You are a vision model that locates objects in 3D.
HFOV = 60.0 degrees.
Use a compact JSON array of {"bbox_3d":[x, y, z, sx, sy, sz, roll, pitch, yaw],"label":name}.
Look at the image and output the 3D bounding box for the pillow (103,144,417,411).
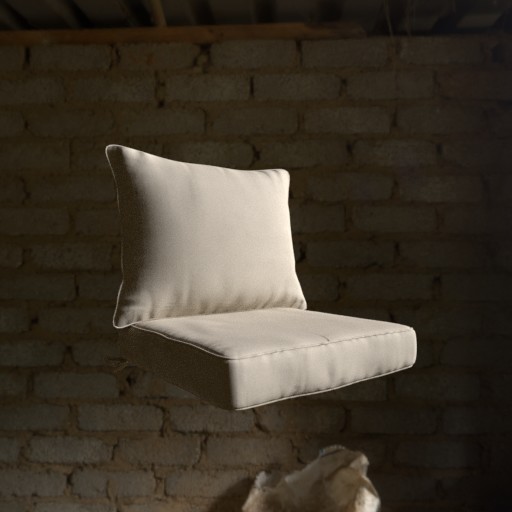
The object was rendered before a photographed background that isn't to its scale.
[{"bbox_3d":[0.000,0.000,1.404,0.798,0.716,0.733,0,0,-37],"label":"pillow"}]
